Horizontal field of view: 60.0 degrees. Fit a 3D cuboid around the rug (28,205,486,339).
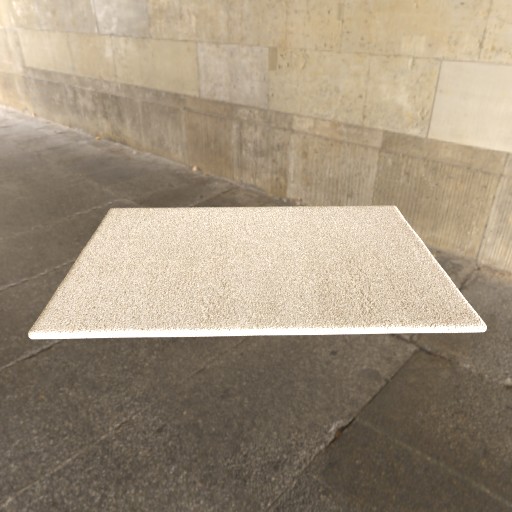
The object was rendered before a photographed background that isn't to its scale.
[{"bbox_3d":[0.000,0.000,2.239,1.778,0.030,1.219,-1,29,-1],"label":"rug"}]
